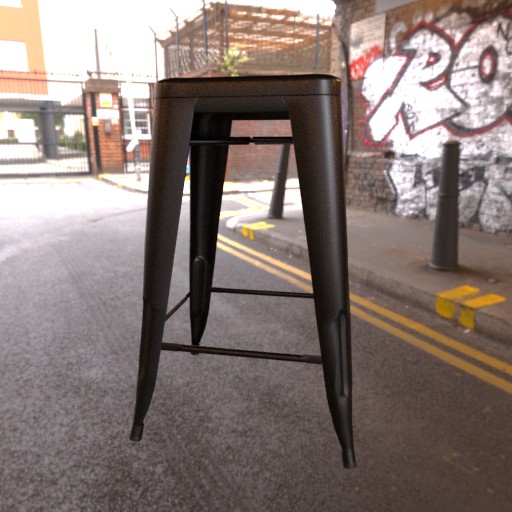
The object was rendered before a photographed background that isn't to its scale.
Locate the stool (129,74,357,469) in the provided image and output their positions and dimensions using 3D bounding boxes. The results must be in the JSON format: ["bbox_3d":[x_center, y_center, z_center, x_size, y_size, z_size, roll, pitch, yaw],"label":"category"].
[{"bbox_3d":[0.000,0.000,0.843,0.399,0.609,0.359,3,15,10],"label":"stool"}]
